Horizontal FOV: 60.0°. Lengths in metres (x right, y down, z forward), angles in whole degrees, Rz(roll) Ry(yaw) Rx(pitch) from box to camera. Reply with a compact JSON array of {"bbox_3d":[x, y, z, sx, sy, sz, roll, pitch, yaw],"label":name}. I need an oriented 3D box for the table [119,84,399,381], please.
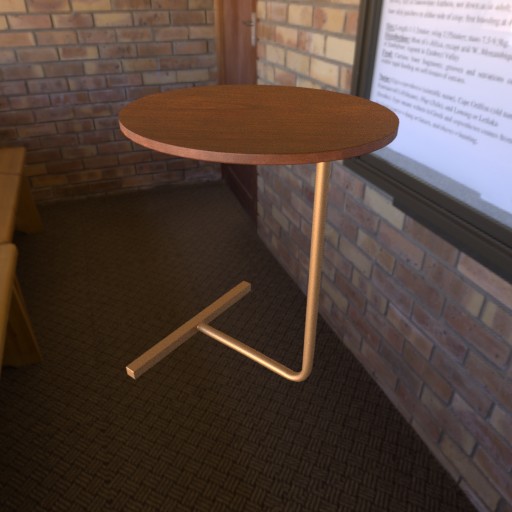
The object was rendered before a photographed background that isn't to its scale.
[{"bbox_3d":[0.000,0.000,1.100,0.577,0.706,0.530,22,38,31],"label":"table"}]
